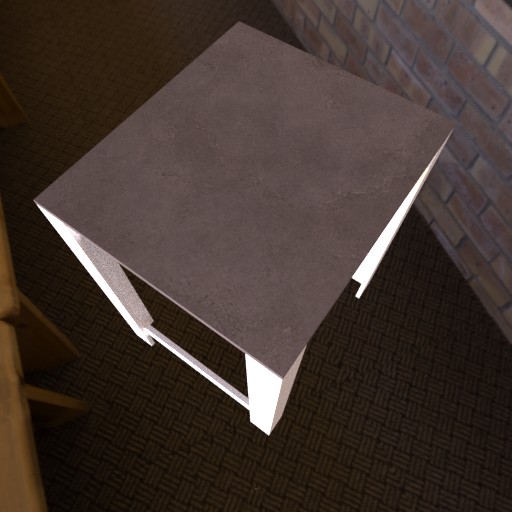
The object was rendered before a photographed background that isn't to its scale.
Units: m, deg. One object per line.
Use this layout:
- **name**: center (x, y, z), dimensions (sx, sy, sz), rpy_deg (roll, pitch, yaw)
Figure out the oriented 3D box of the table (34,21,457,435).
- **table**: center (0.000, 0.000, 1.537), dimensions (0.700, 1.020, 0.800), rpy_deg (32, 67, 16)
